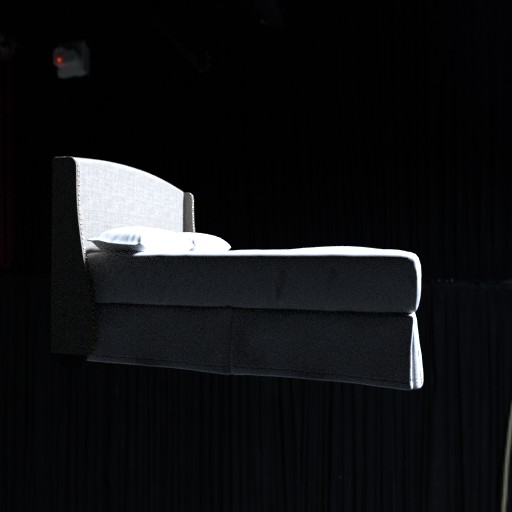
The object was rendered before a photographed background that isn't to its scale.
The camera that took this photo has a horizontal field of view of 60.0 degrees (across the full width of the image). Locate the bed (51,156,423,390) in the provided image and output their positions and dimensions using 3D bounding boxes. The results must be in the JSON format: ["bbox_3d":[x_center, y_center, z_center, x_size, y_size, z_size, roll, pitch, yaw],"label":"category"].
[{"bbox_3d":[0.000,0.000,3.295,2.237,1.407,1.710,0,0,17],"label":"bed"}]
